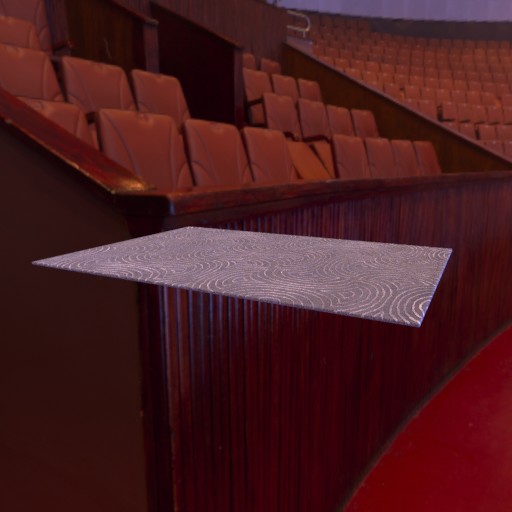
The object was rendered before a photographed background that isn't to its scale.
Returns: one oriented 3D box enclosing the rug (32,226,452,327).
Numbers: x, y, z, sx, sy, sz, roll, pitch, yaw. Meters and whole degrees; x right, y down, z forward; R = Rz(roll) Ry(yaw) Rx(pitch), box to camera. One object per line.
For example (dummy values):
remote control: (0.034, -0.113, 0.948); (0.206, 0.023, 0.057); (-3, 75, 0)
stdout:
rug: (0.000, 0.000, 2.765); (2.144, 0.015, 1.543); (6, 14, 27)
